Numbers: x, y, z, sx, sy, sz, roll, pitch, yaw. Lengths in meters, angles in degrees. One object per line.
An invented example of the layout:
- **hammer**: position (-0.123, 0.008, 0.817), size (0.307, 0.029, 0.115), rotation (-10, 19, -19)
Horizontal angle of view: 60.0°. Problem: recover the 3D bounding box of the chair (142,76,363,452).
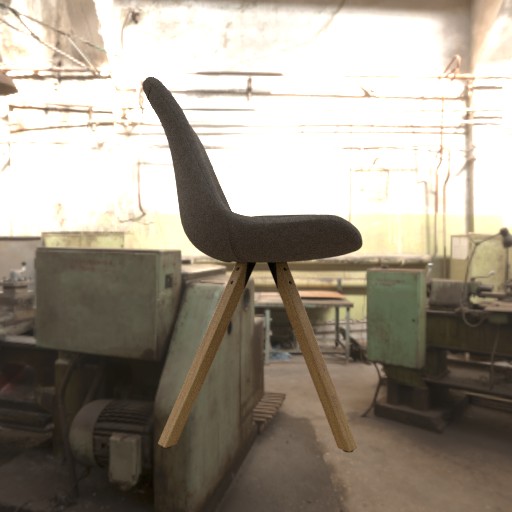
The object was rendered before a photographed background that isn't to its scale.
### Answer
- **chair**: position (0.000, 0.000, 1.192), size (0.550, 0.865, 0.483), rotation (0, 1, 1)
